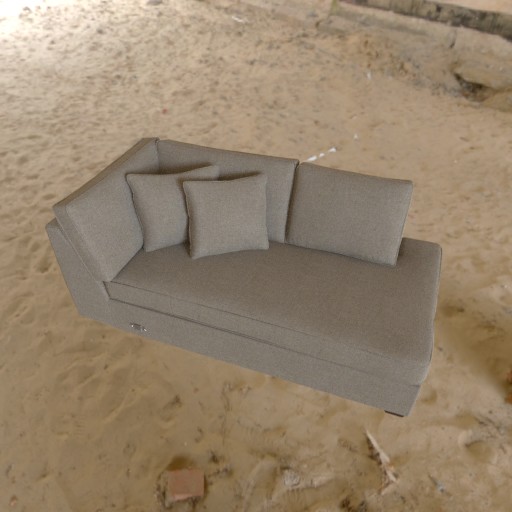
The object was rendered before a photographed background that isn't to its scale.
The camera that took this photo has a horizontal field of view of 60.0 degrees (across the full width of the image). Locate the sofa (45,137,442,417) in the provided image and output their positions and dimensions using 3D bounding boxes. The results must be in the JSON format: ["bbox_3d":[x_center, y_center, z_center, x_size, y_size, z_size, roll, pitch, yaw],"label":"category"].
[{"bbox_3d":[0.000,0.000,2.824,2.238,1.019,1.110,13,42,15],"label":"sofa"}]
